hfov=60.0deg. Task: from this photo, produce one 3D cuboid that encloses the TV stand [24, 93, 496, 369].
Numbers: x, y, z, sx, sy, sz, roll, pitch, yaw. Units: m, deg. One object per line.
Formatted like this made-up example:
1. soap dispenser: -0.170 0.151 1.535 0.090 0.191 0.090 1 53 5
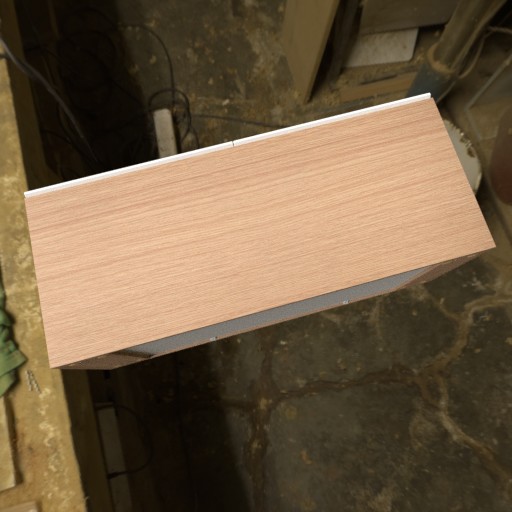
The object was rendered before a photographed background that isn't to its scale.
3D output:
1. TV stand: 0.000 0.000 1.316 0.991 0.660 0.407 -15 76 -4
